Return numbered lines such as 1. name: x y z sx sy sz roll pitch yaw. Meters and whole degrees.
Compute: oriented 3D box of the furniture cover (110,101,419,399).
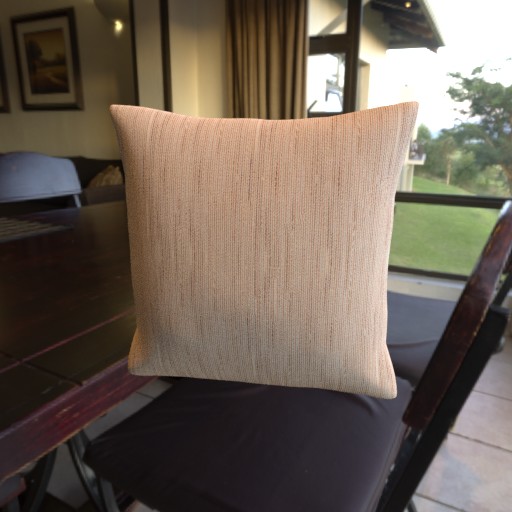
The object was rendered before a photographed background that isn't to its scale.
1. furniture cover: 0.000 0.000 0.773 0.512 0.506 0.178 3 16 9
